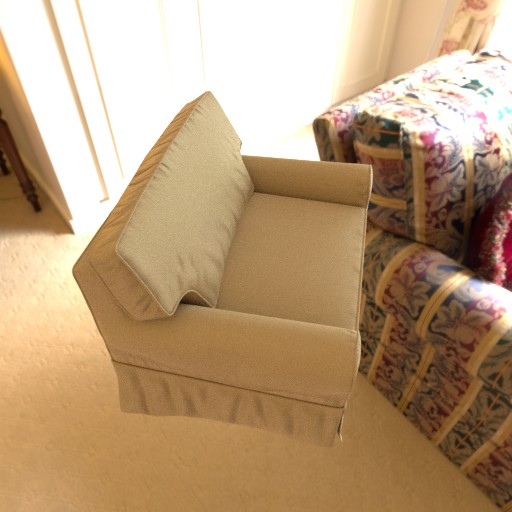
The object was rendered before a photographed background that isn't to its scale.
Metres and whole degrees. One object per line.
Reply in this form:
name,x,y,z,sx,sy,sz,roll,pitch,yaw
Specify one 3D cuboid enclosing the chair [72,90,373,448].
chair,0.000,0.000,1.781,0.903,0.937,1.096,9,47,9
